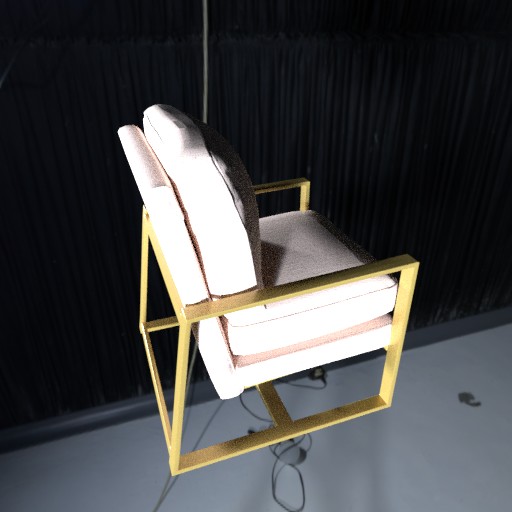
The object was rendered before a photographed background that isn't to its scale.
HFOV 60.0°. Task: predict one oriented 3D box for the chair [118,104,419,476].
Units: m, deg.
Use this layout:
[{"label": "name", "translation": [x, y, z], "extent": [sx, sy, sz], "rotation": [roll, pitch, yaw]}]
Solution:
[{"label": "chair", "translation": [0.000, 0.000, 1.520], "extent": [0.813, 0.956, 0.758], "rotation": [-10, 31, -17]}]
